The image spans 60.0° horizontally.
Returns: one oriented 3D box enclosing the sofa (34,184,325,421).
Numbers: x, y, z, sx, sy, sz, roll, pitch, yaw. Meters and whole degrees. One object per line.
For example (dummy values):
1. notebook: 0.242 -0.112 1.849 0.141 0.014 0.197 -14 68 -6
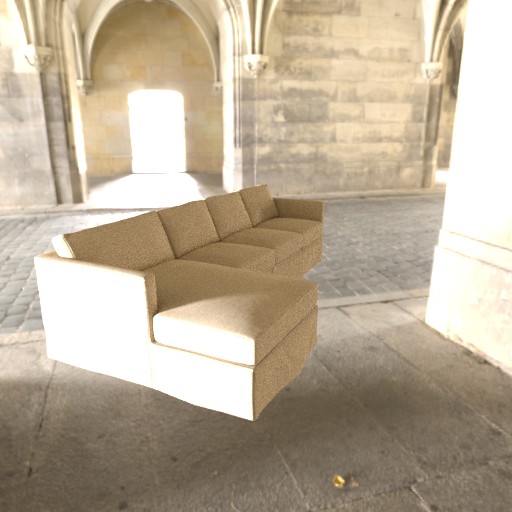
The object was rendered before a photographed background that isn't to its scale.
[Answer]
1. sofa: 0.000 0.000 3.927 1.650 0.922 3.205 8 17 26
